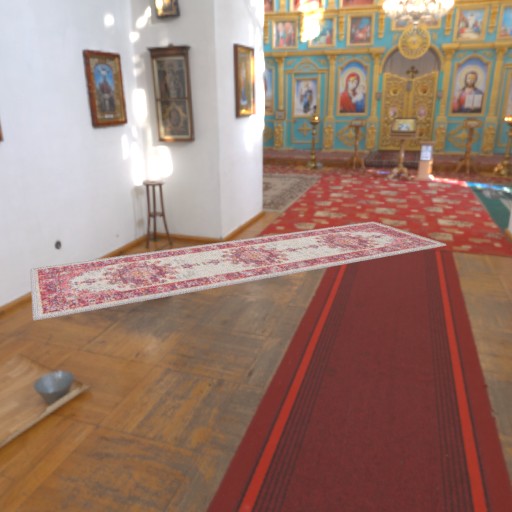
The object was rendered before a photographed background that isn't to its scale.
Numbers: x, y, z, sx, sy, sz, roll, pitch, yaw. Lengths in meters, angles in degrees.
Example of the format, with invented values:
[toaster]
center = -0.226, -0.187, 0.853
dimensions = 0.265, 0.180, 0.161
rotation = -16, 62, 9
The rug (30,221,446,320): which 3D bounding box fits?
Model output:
[rug]
center = 0.000, 0.000, 2.511
dimensions = 2.294, 0.011, 0.666
rotation = -9, 20, -25
